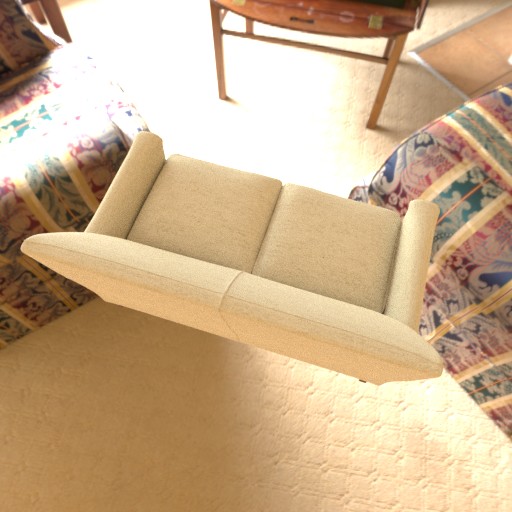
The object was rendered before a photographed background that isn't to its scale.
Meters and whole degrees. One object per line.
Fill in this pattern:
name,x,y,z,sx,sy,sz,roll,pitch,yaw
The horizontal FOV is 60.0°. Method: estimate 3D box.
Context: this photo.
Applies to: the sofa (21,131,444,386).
sofa,0.000,0.000,2.038,1.482,0.892,0.891,16,64,8
